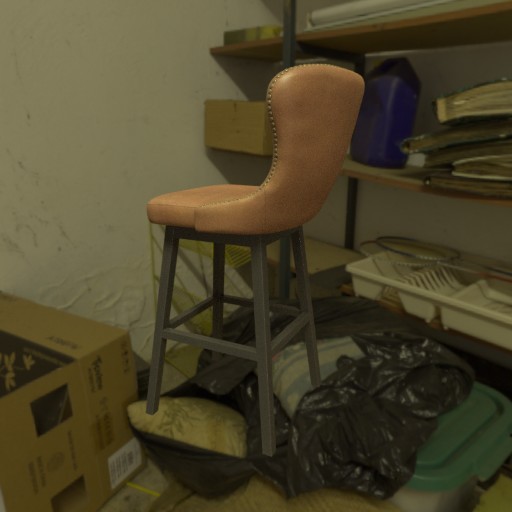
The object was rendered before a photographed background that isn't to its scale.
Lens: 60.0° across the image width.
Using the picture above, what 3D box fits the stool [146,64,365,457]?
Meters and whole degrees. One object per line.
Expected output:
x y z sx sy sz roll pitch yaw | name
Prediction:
0.000 0.000 1.398 0.601 1.050 0.528 7 17 26 | stool
